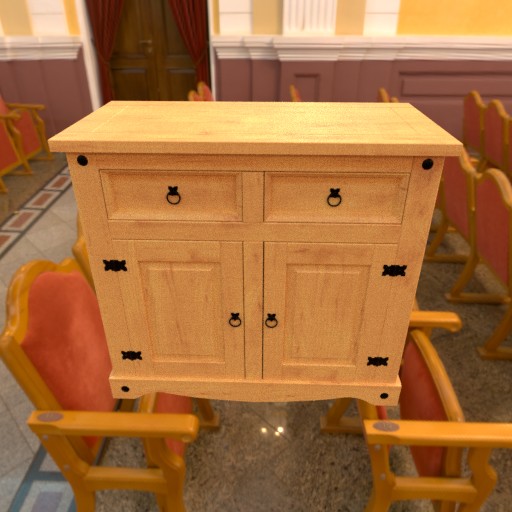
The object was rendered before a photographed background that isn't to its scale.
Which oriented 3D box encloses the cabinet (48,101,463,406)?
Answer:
[{"bbox_3d":[0.000,0.000,1.384,0.920,0.840,0.450,1,30,2],"label":"cabinet"}]
